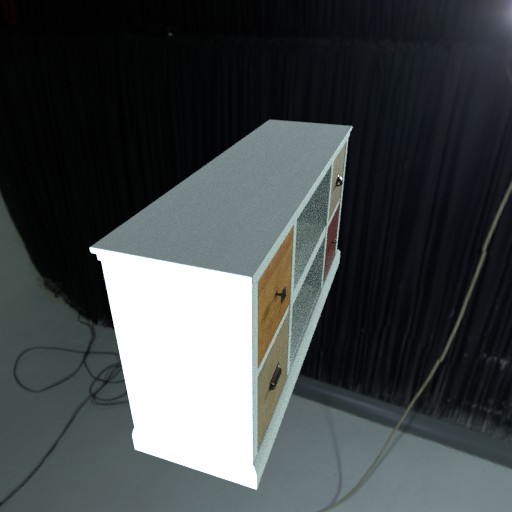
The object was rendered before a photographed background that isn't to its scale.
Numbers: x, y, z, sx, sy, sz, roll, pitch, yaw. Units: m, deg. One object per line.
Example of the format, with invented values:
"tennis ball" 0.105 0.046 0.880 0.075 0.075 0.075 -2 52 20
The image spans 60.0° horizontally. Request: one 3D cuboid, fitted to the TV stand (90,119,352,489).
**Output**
"TV stand" 0.000 0.000 1.483 0.424 0.624 1.187 10 31 17
